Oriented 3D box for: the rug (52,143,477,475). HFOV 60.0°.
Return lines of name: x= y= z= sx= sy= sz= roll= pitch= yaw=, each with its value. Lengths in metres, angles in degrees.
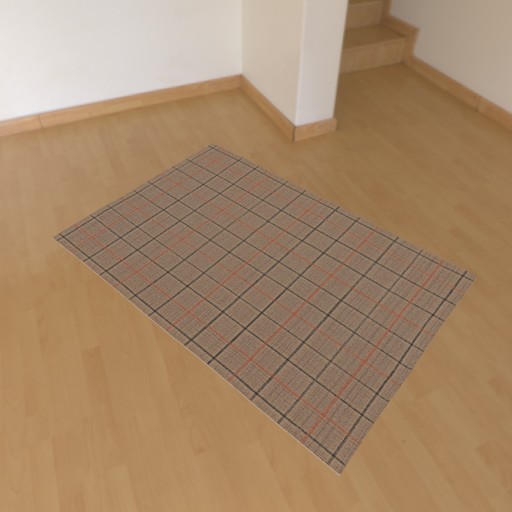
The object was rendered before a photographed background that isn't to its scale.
rug: x=0.000 y=0.000 z=2.279 sx=1.829 sy=0.013 sz=1.220 roll=32 pitch=54 yaw=27
